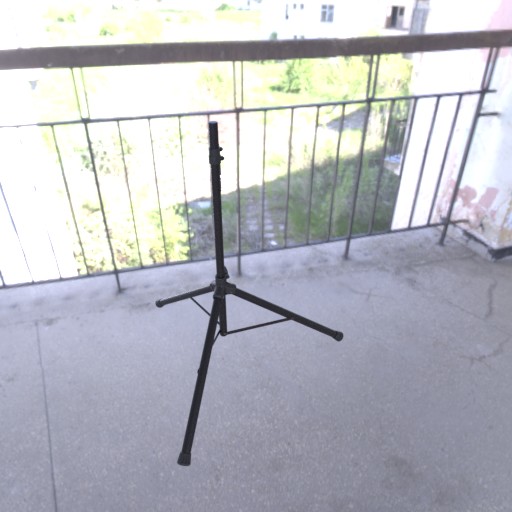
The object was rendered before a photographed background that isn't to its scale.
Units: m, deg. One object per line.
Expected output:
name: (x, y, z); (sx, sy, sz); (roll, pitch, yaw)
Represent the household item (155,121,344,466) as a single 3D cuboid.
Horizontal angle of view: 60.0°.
household item: (0.000, 0.000, 1.864); (0.907, 1.136, 1.045); (-7, 32, -12)
